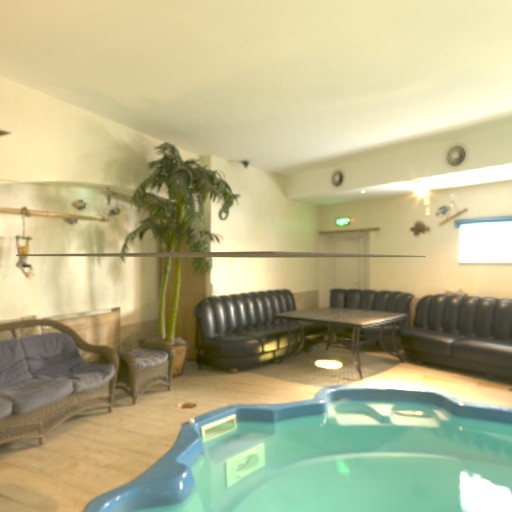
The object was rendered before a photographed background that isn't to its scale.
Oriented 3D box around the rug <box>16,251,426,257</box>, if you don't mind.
[{"bbox_3d":[0.000,0.000,2.853,1.600,0.008,2.235,0,-1,33],"label":"rug"}]
